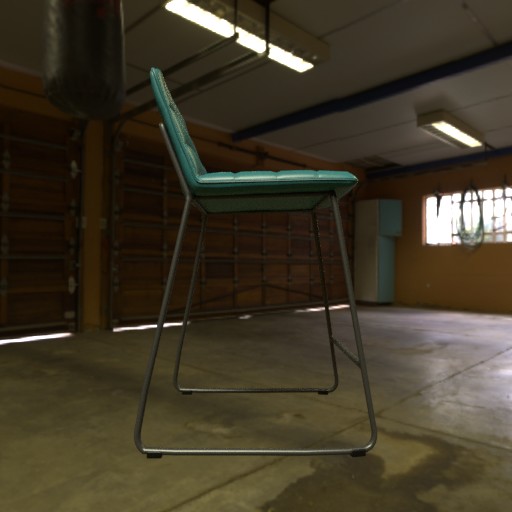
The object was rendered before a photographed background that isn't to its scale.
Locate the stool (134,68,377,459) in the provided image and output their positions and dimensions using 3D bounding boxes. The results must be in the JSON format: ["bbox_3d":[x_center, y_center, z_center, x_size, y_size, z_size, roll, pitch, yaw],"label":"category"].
[{"bbox_3d":[0.000,0.000,1.188,0.524,0.866,0.489,0,-1,0],"label":"stool"}]
